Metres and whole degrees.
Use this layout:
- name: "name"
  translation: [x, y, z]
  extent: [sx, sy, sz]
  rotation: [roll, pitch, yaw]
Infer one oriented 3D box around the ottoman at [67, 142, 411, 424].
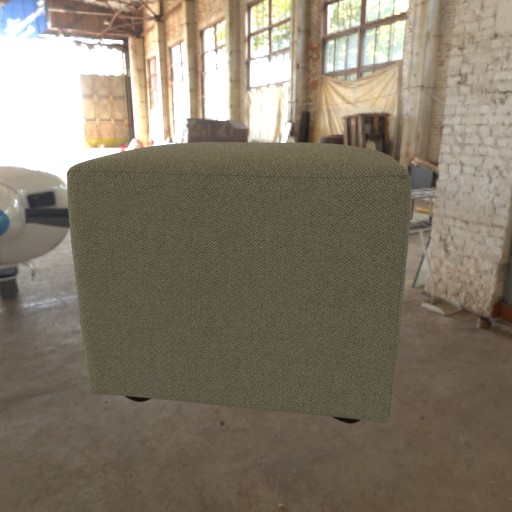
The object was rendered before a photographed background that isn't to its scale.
- name: "ottoman"
  translation: [0.000, 0.000, 0.912]
  extent: [0.521, 0.453, 0.512]
  rotation: [3, 16, 9]
